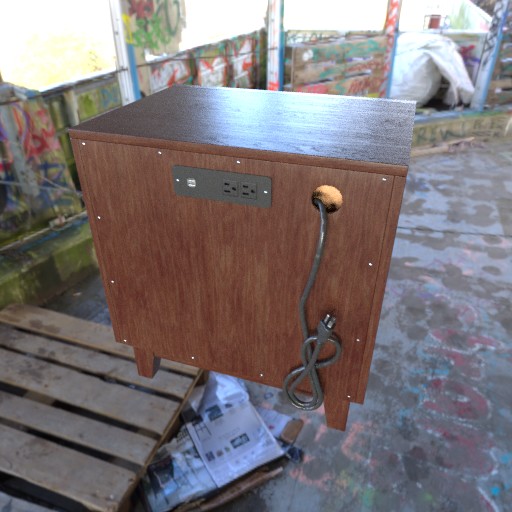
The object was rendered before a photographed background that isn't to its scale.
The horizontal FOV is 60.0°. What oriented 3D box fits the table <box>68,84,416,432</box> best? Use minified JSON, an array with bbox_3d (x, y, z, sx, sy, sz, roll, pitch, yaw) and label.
[{"bbox_3d":[0.000,0.000,0.983,0.557,0.609,0.449,10,33,16],"label":"table"}]
